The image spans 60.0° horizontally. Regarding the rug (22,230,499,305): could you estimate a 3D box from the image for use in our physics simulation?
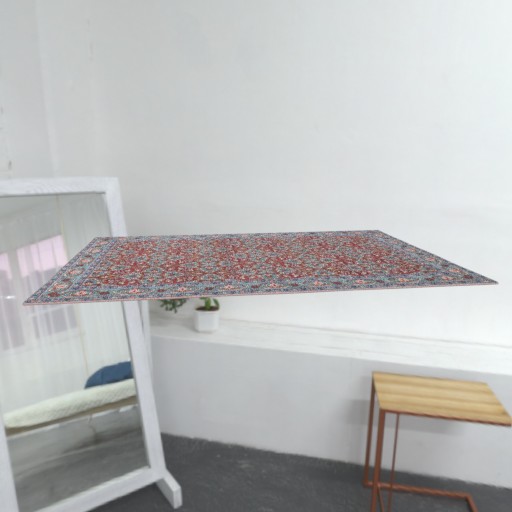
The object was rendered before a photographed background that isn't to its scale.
[{"bbox_3d":[0.000,0.000,2.258,1.829,0.009,1.219,-2,14,-8],"label":"rug"}]
